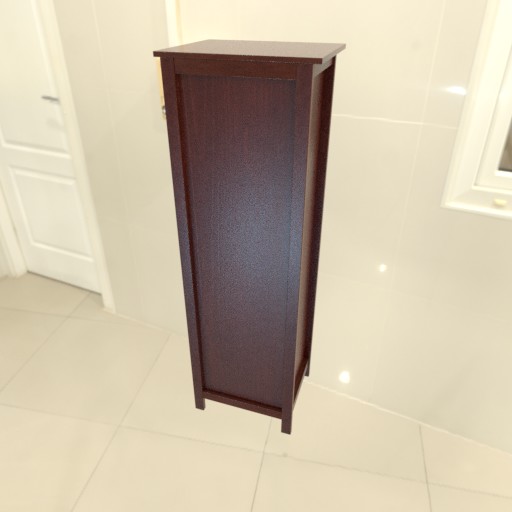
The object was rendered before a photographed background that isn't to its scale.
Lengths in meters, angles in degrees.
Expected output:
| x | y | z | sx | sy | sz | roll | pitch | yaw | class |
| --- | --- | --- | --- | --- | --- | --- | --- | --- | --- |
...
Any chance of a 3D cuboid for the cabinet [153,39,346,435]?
| x | y | z | sx | sy | sz | roll | pitch | yaw | class |
| --- | --- | --- | --- | --- | --- | --- | --- | --- | --- |
| 0.000 | 0.000 | 1.772 | 0.500 | 1.518 | 0.401 | 10 | 32 | 16 | cabinet |
